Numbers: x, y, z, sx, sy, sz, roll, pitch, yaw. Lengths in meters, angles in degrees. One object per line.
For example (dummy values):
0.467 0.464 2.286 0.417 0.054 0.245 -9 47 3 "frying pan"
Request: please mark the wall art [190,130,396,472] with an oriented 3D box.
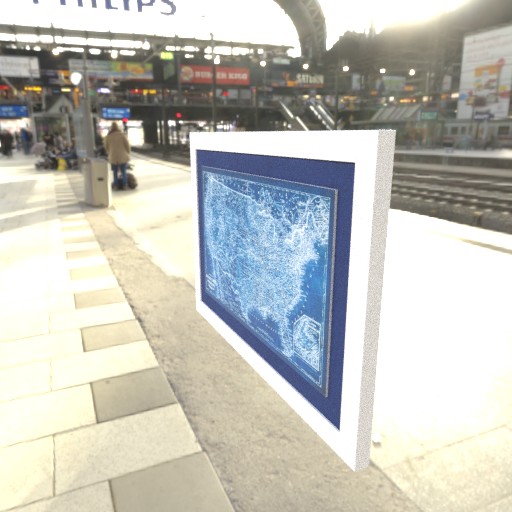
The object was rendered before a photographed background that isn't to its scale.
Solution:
0.000 0.000 1.670 0.051 0.902 1.308 -8 17 -26 "wall art"
